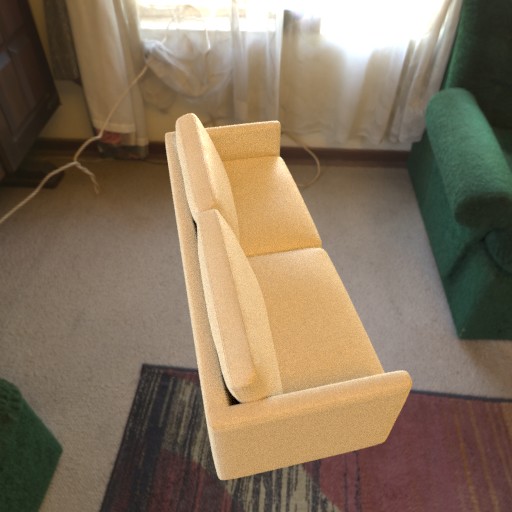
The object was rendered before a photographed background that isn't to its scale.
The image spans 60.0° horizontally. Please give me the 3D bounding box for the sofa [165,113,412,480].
[{"bbox_3d":[0.000,0.000,2.901,0.948,0.965,2.434,-9,46,-9],"label":"sofa"}]
